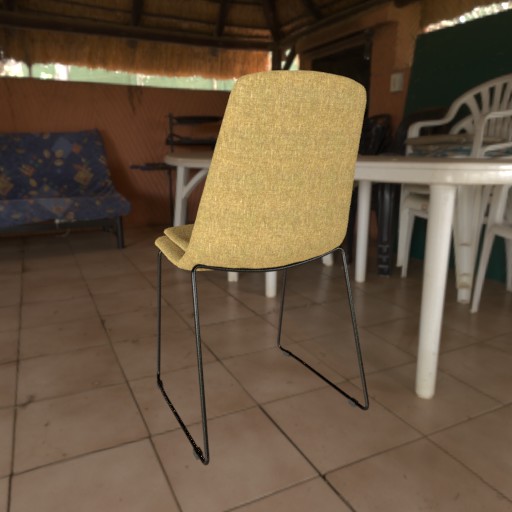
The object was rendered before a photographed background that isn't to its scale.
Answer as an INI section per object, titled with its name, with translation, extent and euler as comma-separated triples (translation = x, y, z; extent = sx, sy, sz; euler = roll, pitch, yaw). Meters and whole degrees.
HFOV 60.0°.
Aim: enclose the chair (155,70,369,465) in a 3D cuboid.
[chair]
translation = 0.000, 0.000, 1.173
extent = 0.479, 0.849, 0.496
euler = -7, 16, -27
